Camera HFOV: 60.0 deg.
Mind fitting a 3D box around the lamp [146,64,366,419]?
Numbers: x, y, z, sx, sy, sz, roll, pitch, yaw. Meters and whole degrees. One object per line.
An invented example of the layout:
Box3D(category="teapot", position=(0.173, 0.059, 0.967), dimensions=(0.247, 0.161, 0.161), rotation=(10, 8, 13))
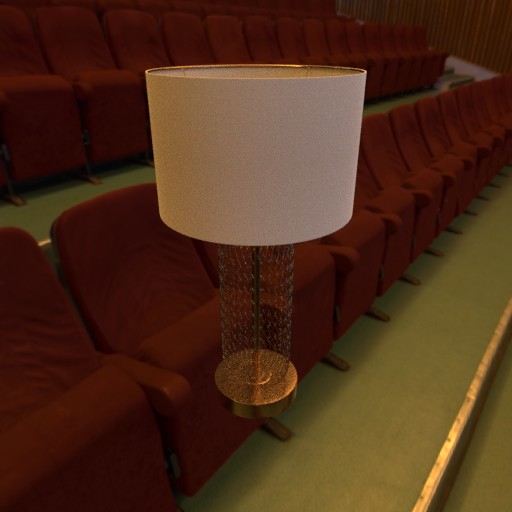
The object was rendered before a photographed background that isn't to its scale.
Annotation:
Box3D(category="lamp", position=(0.000, 0.000, 0.623), dimensions=(0.252, 0.483, 0.252), rotation=(18, 31, 32))
